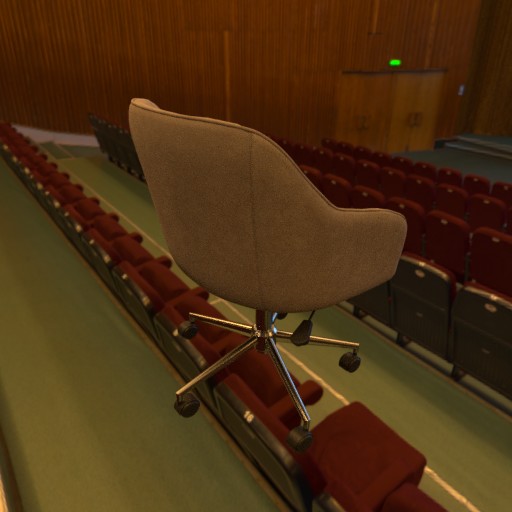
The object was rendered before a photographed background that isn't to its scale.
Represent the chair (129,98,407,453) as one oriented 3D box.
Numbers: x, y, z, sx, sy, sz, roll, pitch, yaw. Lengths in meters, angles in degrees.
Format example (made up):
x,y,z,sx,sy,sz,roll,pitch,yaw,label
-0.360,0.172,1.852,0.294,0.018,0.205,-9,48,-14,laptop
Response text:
x,y,z,sx,sy,sz,roll,pitch,yaw,label
0.000,0.000,1.220,0.573,0.831,0.635,-18,32,-32,chair
